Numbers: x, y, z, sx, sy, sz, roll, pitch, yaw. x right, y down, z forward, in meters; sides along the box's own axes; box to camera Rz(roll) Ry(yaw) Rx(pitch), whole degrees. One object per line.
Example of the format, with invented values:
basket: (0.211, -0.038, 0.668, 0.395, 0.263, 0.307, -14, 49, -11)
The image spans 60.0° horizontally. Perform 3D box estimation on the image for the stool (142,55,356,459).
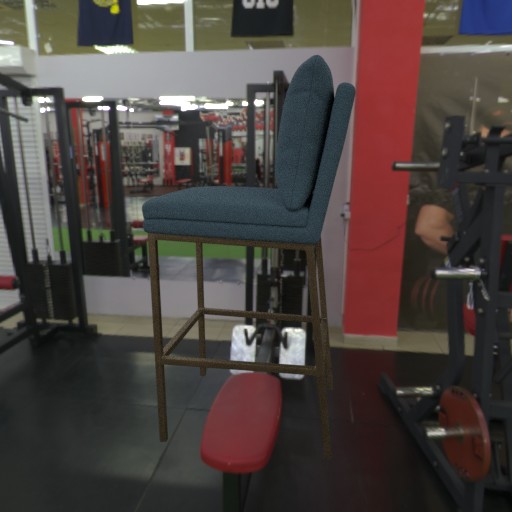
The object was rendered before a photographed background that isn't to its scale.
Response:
stool: (0.000, 0.000, 1.434, 0.568, 1.124, 0.463, 2, 14, 10)
